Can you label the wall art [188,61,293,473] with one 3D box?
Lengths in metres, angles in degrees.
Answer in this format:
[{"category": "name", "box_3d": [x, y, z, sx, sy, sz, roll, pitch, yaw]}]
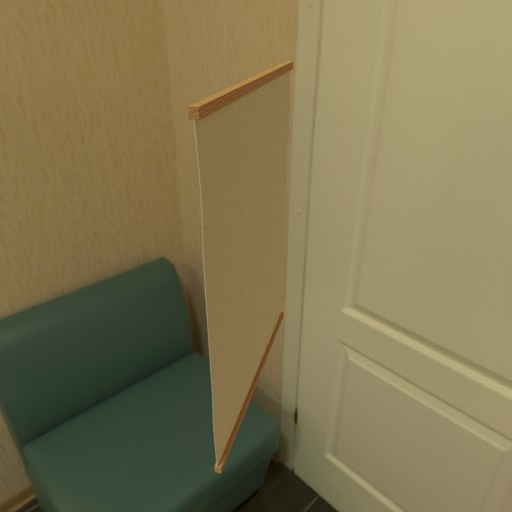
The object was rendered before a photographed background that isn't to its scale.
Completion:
[{"category": "wall art", "box_3d": [0.000, 0.000, 0.803, 0.011, 0.605, 0.458, 8, 30, 14]}]
